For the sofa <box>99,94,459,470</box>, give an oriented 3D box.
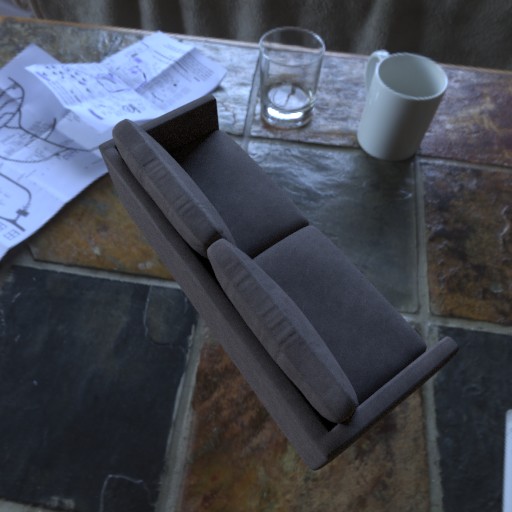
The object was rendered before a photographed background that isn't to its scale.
[{"bbox_3d":[0.000,0.000,2.888,0.951,0.965,2.434,-32,65,-17],"label":"sofa"}]
